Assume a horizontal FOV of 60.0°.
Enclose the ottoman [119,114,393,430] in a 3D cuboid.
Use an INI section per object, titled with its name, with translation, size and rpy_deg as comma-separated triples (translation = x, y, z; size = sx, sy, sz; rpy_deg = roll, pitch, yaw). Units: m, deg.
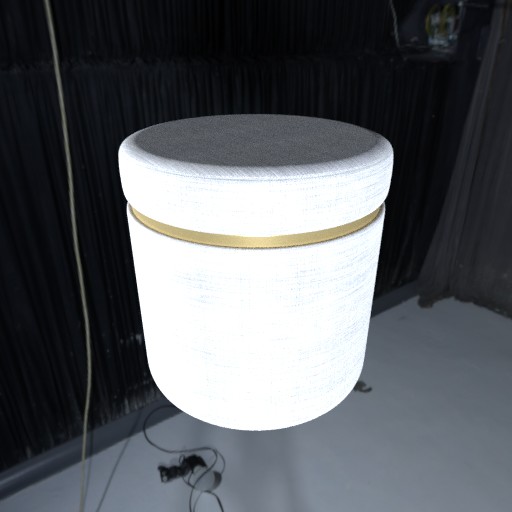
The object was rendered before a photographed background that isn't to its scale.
[ottoman]
translation = 0.000, 0.000, 0.750
size = 0.400, 0.406, 0.400
rpy_deg = 0, 27, 0
